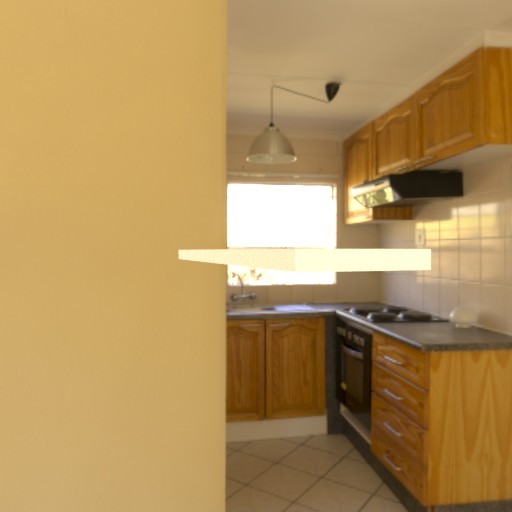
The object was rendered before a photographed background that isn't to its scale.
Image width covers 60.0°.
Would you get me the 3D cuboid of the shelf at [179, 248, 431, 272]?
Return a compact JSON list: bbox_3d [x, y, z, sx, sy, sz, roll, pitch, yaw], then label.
[{"bbox_3d":[0.000,0.000,0.684,0.140,0.020,0.610,0,1,-19],"label":"shelf"}]
